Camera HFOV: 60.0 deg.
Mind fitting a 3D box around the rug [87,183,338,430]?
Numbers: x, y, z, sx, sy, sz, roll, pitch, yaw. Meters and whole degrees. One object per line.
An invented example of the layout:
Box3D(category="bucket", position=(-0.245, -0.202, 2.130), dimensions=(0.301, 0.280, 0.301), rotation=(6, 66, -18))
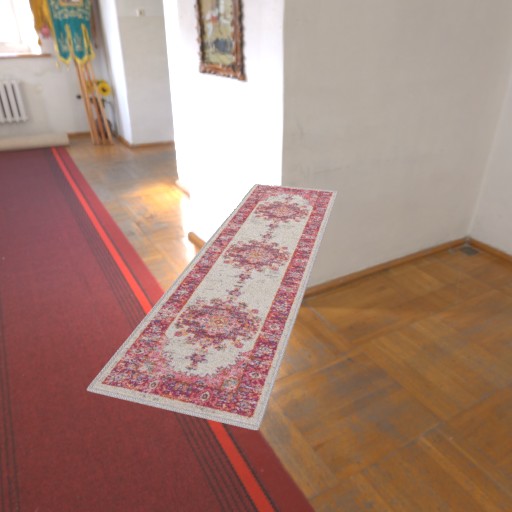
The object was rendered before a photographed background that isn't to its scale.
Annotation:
Box3D(category="rug", position=(0.000, 0.000, 2.523), dimensions=(0.666, 0.011, 2.294), rotation=(8, 30, 14))
